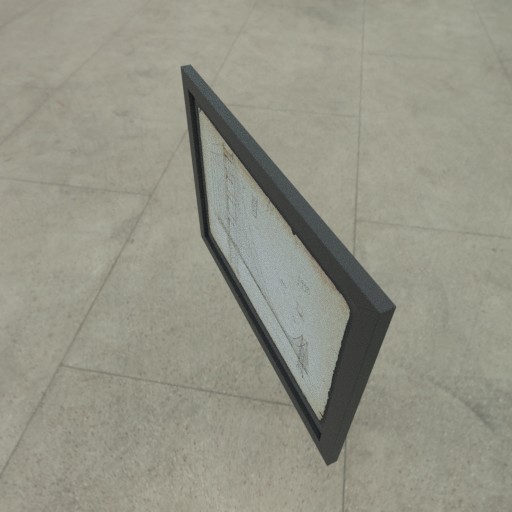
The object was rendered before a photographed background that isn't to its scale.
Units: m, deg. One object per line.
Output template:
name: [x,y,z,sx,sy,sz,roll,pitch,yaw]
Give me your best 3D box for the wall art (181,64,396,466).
wall art: [0.000,0.000,0.552,0.016,0.306,0.432,-19,49,-17]
